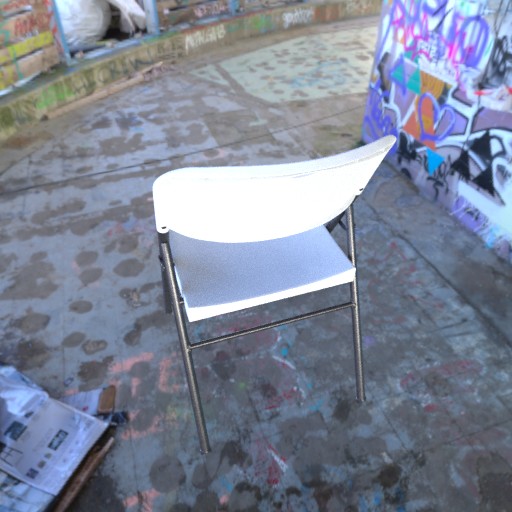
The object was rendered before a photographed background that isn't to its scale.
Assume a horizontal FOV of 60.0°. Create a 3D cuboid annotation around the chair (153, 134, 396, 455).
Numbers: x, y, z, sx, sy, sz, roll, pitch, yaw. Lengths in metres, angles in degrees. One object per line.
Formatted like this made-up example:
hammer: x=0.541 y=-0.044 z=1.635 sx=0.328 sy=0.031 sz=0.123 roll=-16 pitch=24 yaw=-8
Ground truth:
chair: x=0.000 y=0.000 z=1.163 sx=0.494 sy=0.810 sz=0.566 roll=-12 pitch=41 yaw=-15
